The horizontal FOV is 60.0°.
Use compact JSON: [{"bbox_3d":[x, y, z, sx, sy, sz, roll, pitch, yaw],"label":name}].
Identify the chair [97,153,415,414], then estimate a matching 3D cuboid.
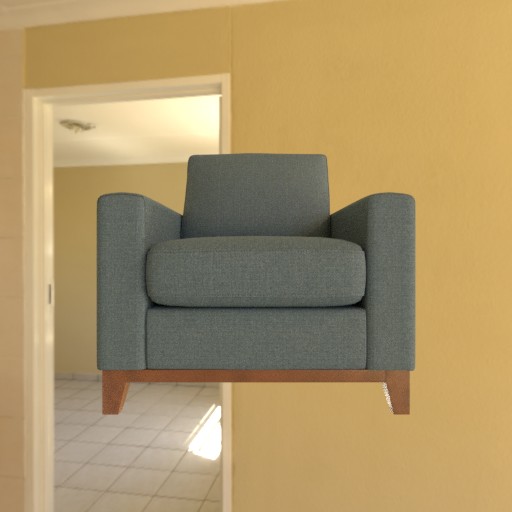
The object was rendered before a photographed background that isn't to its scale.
[{"bbox_3d":[0.000,0.000,1.883,1.024,1.010,1.038,0,0,0],"label":"chair"}]
